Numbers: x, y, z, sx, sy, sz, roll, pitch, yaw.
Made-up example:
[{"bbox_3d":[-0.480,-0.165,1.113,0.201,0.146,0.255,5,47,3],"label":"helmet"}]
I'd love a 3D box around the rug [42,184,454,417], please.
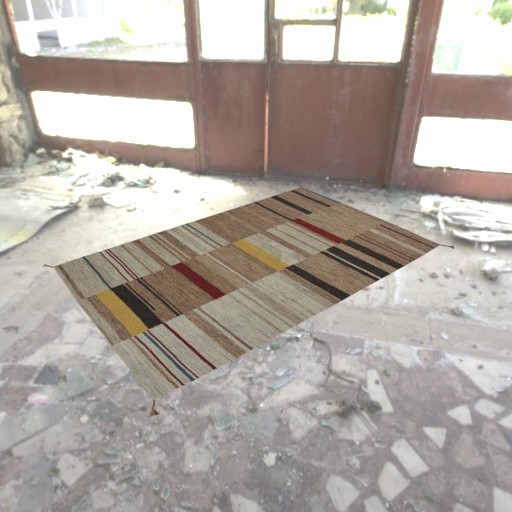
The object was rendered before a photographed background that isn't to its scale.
[{"bbox_3d":[0.000,0.000,2.421,1.918,0.007,1.268,-22,37,-33],"label":"rug"}]
